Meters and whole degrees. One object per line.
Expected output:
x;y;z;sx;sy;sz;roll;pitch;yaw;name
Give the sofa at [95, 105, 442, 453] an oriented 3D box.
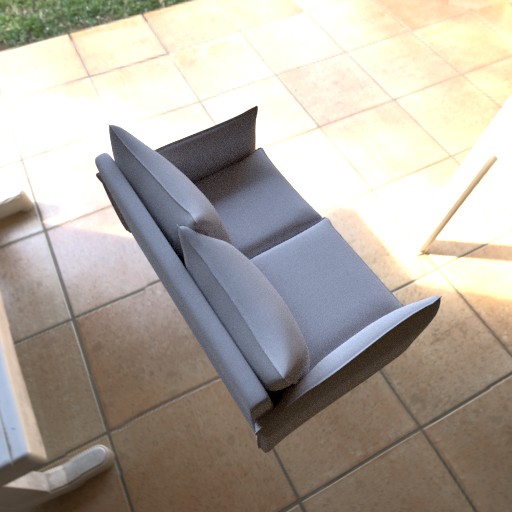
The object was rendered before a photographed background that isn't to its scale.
0.000;0.000;1.887;0.820;0.840;1.300;-29;63;-17;sofa
